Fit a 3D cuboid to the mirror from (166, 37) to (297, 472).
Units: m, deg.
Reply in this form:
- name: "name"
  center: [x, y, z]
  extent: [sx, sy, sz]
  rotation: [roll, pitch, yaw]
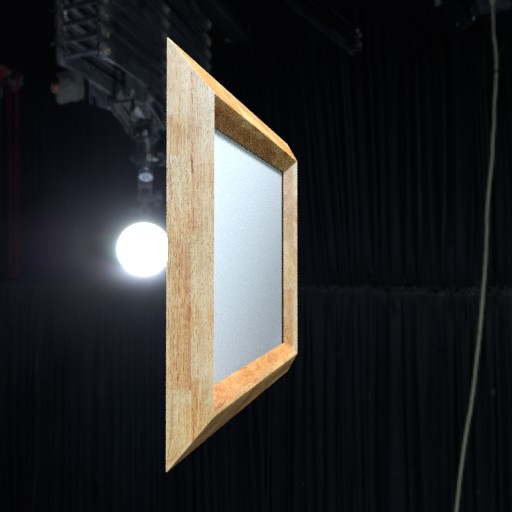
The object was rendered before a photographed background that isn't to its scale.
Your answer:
- name: "mirror"
  center: [0.000, 0.000, 0.960]
  extent: [0.047, 0.651, 0.651]
  rotation: [0, -1, 20]
